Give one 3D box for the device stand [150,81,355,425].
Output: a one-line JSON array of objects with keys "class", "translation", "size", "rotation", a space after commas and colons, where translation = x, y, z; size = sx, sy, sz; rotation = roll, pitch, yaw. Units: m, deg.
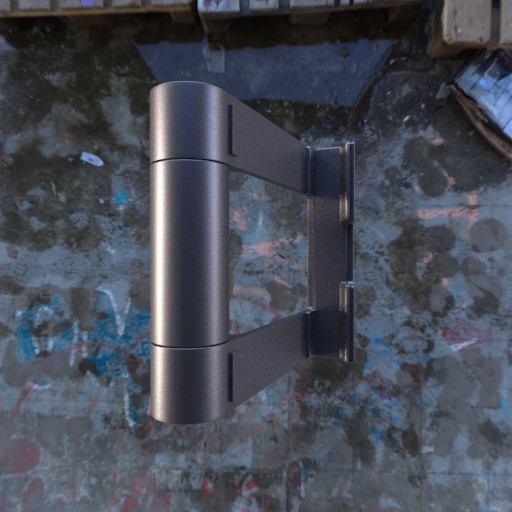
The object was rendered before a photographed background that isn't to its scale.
[{"class": "device stand", "translation": [0.000, 0.000, 0.152], "size": [0.079, 0.084, 0.088], "rotation": [0, 91, 1]}]
